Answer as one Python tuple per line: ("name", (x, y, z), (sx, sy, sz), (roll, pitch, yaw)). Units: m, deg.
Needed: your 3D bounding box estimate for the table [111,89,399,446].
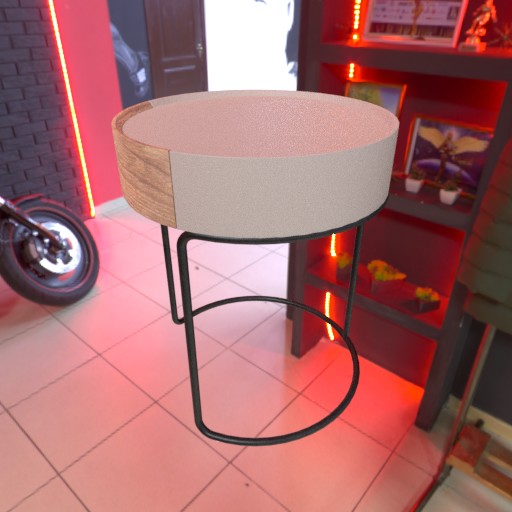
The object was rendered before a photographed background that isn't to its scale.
("table", (0.000, 0.000, 0.849), (0.450, 0.530, 0.450), (0, 30, 0))
